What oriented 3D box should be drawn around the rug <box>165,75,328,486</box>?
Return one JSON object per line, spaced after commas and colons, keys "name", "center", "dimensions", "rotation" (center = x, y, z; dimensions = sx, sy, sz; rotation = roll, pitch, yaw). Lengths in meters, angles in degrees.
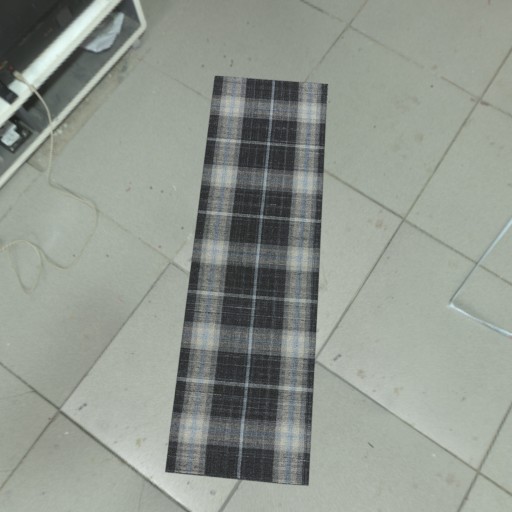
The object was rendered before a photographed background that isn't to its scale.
{"name": "rug", "center": [0.000, 0.000, 2.634], "dimensions": [0.760, 0.012, 2.434], "rotation": [5, 75, 1]}
